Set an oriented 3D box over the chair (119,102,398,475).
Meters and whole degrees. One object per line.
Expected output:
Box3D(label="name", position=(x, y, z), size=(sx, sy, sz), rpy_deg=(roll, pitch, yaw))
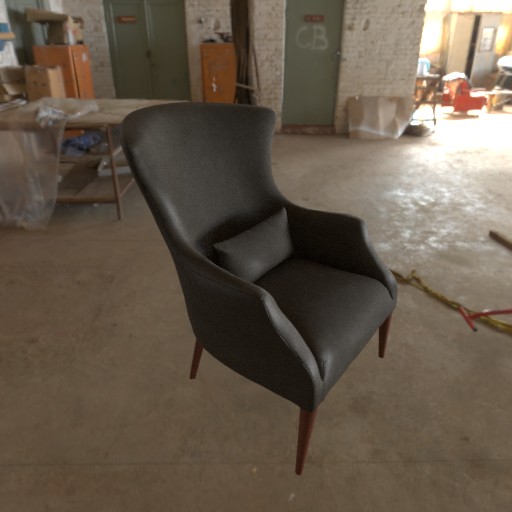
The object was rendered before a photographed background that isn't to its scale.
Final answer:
Box3D(label="chair", position=(0.000, 0.000, 1.747), size=(0.954, 1.068, 0.819), rpy_deg=(18, 32, 31))
